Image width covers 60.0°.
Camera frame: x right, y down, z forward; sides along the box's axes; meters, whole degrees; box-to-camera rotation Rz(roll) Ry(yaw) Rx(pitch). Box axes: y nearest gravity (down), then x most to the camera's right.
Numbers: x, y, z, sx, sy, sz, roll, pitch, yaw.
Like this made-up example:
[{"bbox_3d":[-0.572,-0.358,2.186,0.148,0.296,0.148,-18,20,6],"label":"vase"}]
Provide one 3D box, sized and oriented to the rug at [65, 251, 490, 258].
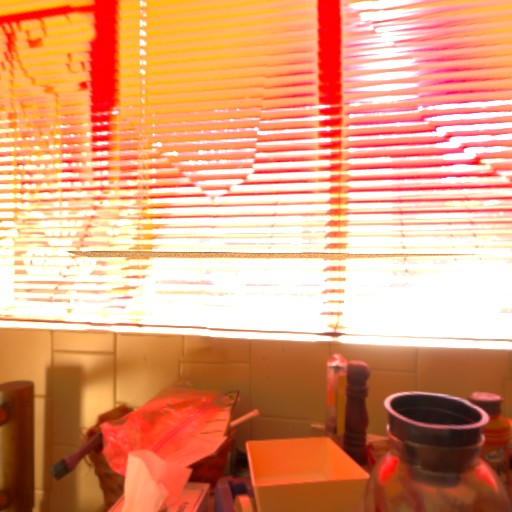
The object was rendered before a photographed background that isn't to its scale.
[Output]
[{"bbox_3d":[0.000,0.000,4.098,3.048,0.013,2.438,0,-1,-18],"label":"rug"}]
